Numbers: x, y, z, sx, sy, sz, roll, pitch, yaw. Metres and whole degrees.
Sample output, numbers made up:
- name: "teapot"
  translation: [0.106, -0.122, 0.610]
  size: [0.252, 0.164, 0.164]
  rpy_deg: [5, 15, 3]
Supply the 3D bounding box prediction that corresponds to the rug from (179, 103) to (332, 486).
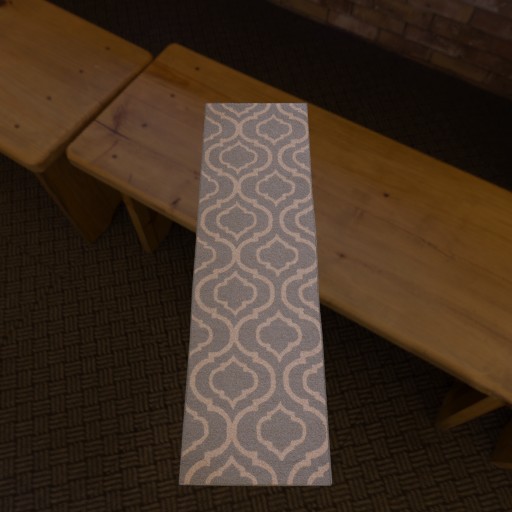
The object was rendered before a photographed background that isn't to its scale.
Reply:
- name: "rug"
  translation: [0.000, 0.000, 2.470]
  size: [0.684, 0.009, 2.275]
  rpy_deg: [0, 64, 0]
